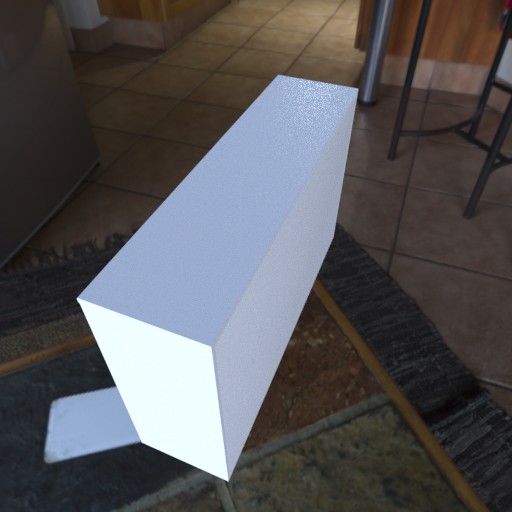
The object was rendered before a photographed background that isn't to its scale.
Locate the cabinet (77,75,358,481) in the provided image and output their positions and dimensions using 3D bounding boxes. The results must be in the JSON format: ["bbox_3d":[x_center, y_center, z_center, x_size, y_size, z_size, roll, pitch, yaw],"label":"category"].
[{"bbox_3d":[0.000,0.000,1.858,0.380,0.900,1.450,16,47,16],"label":"cabinet"}]
